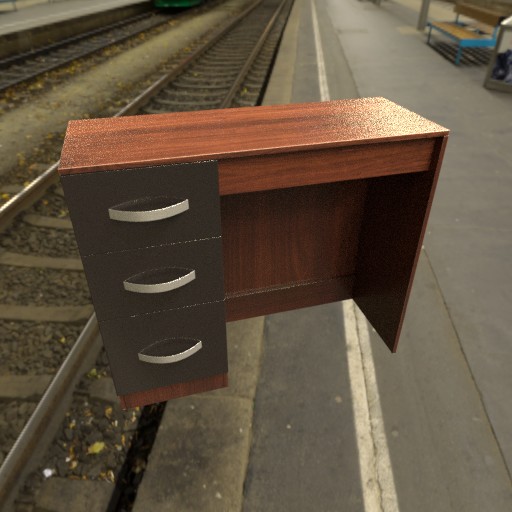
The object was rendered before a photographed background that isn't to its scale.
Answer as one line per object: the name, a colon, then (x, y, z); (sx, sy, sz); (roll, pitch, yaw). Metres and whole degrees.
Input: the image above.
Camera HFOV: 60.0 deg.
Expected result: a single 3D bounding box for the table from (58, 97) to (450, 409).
table: (0.000, 0.000, 1.353); (0.930, 0.790, 0.380); (-9, 35, -13)
